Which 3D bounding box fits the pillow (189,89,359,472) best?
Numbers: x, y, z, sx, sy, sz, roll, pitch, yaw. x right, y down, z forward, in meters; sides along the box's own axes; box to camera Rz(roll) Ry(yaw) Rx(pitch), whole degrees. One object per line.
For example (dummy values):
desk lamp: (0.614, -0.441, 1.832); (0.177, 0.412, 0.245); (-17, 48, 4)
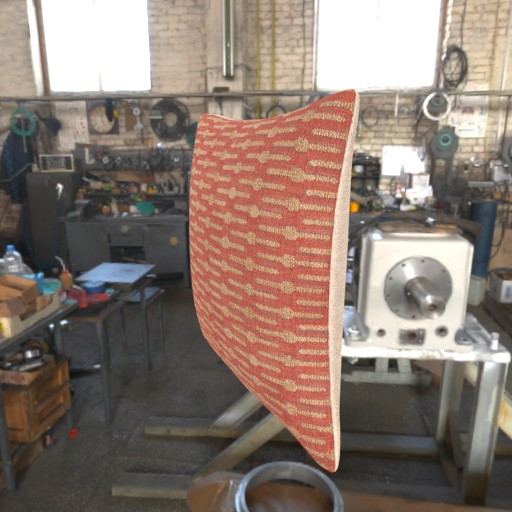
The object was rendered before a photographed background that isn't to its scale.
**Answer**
pillow: (0.000, 0.000, 0.774); (0.182, 0.503, 0.511); (-7, 16, -25)
